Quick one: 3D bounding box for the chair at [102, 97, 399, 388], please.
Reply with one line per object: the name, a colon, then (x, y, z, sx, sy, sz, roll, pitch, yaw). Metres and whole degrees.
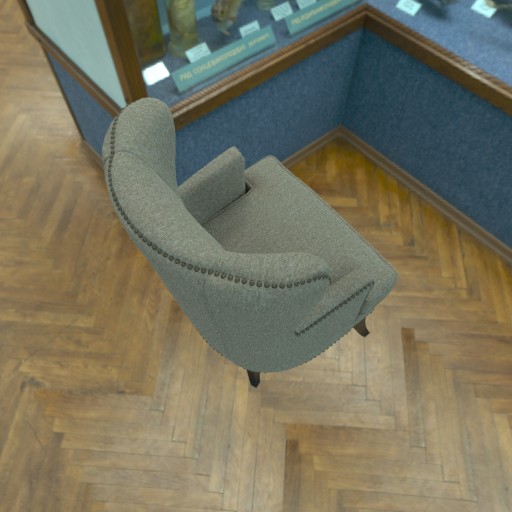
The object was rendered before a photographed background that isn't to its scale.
chair: (0.000, 0.000, 1.572, 0.758, 1.060, 0.759, -34, 65, -19)
